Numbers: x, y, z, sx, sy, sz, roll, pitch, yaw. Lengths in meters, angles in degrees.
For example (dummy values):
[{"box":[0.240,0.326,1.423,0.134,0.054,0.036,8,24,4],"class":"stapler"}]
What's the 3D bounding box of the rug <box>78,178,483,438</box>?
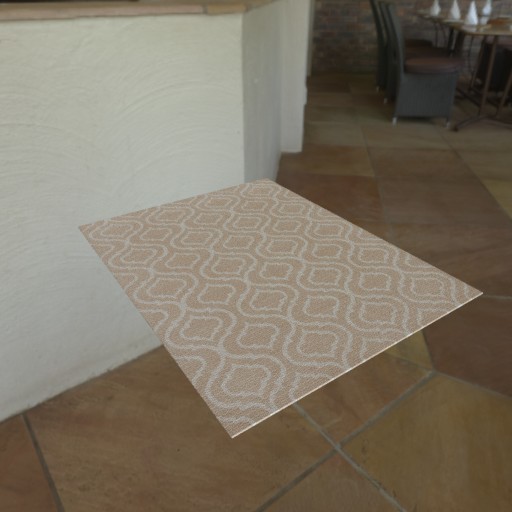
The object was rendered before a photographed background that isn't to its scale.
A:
[{"box":[0.000,0.000,3.904,2.286,0.013,2.894,-20,37,-29],"class":"rug"}]
